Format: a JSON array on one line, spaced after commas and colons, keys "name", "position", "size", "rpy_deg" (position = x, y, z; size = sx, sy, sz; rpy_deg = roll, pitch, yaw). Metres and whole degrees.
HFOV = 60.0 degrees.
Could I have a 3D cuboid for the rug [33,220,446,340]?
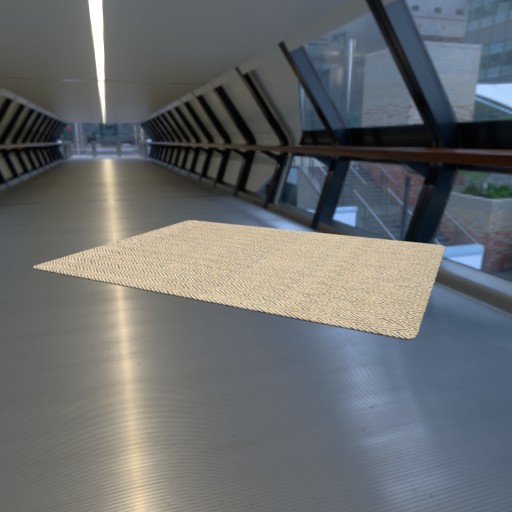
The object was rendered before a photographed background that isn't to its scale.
[{"name": "rug", "position": [0.000, 0.000, 4.238], "size": [3.207, 0.014, 2.439], "rpy_deg": [7, 17, 25]}]
